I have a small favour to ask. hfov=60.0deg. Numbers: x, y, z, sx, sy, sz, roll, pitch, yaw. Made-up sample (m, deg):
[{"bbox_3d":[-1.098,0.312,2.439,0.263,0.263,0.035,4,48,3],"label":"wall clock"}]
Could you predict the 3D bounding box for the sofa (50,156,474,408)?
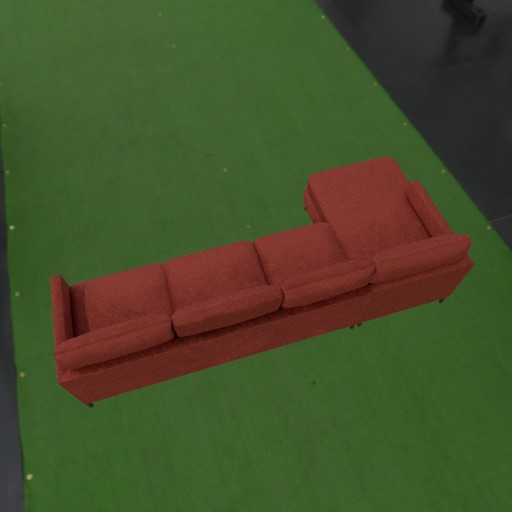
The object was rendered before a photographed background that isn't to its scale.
[{"bbox_3d":[0.000,0.000,3.961,3.400,0.967,1.500,-15,59,-9],"label":"sofa"}]
